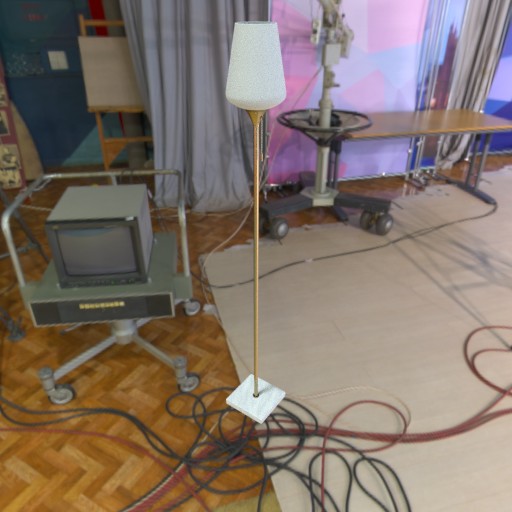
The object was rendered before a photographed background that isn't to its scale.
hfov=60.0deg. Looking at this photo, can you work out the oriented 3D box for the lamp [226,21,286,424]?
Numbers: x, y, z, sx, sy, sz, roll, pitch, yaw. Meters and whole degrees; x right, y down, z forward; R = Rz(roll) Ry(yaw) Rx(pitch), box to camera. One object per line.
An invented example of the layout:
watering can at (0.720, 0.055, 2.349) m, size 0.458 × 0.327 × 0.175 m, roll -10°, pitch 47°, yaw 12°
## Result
lamp at (0.000, 0.000, 1.945) m, size 0.232 × 1.813 × 0.229 m, roll 20°, pitch 36°, yaw 30°
